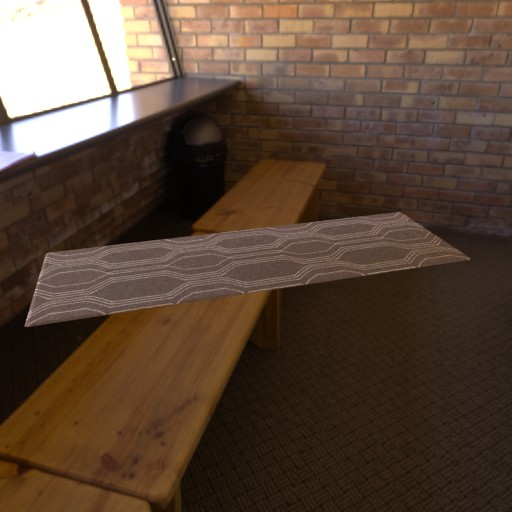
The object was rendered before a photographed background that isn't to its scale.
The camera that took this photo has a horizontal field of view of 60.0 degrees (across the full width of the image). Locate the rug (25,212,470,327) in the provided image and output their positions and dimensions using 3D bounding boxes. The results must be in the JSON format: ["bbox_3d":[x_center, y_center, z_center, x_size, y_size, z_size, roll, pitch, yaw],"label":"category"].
[{"bbox_3d":[0.000,0.000,2.695,2.464,0.012,0.773,-7,29,-14],"label":"rug"}]
